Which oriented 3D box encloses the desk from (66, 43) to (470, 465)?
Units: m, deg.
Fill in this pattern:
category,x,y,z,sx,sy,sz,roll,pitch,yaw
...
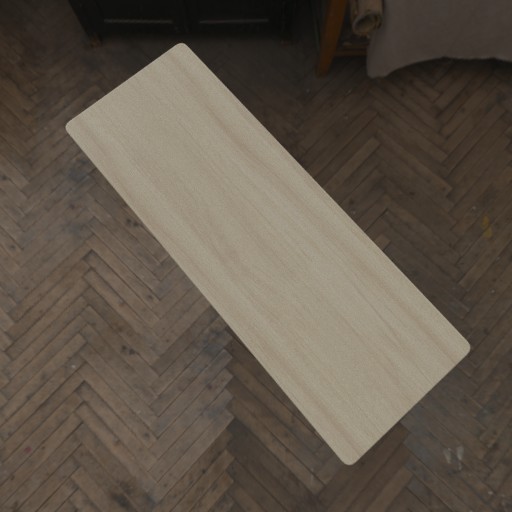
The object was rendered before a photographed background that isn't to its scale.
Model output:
category,x,y,z,sx,sy,sz,roll,pitch,yaw
desk,0.000,0.000,1.873,0.550,0.755,1.500,-40,80,-9
